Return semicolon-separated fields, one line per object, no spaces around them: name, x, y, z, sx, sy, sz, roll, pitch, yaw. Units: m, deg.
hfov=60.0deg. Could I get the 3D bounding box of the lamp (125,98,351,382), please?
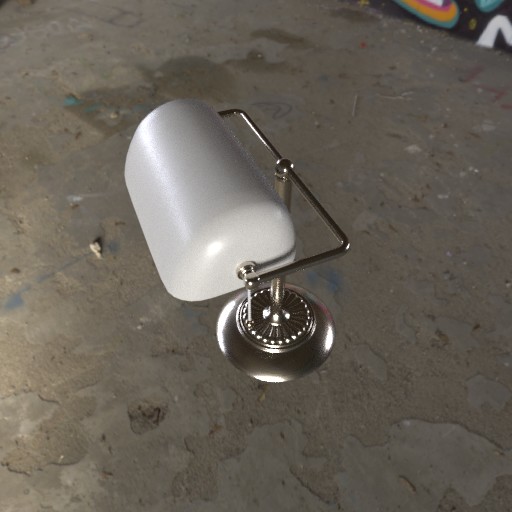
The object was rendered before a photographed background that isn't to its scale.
lamp;0.000;0.000;0.532;0.243;0.339;0.264;-17;49;-16
